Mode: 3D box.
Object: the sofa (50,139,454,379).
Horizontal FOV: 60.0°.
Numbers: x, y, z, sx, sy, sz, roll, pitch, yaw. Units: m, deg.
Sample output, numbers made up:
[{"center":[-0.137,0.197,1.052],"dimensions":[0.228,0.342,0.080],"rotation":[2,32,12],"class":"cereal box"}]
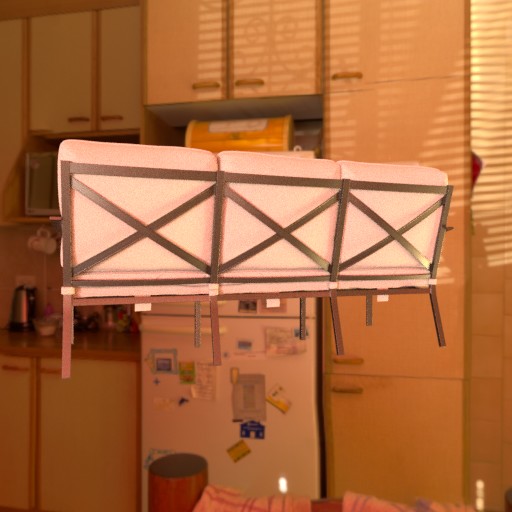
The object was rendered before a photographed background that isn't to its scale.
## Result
[{"center":[0.000,0.000,2.131],"dimensions":[1.740,0.860,0.787],"rotation":[0,0,-19],"class":"sofa"}]
